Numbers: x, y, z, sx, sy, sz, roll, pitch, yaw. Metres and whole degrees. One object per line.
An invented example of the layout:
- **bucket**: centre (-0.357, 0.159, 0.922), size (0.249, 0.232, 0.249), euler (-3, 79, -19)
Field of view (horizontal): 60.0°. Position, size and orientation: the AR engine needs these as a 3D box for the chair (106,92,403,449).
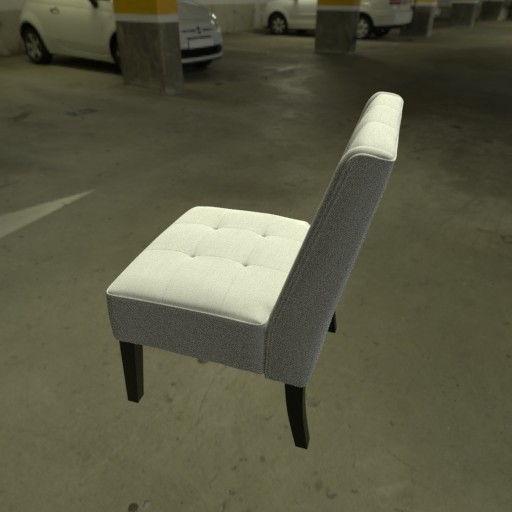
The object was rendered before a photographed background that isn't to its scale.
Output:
- **chair**: centre (0.000, 0.000, 1.281), size (0.676, 0.853, 0.569), euler (9, 32, 15)
